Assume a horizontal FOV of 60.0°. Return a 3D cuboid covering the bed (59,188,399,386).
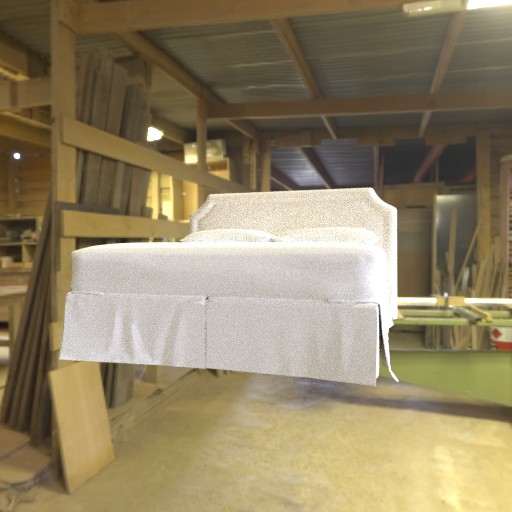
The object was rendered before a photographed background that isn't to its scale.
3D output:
[{"bbox_3d":[0.000,0.000,3.536,2.160,1.301,2.204,0,1,17],"label":"bed"}]
